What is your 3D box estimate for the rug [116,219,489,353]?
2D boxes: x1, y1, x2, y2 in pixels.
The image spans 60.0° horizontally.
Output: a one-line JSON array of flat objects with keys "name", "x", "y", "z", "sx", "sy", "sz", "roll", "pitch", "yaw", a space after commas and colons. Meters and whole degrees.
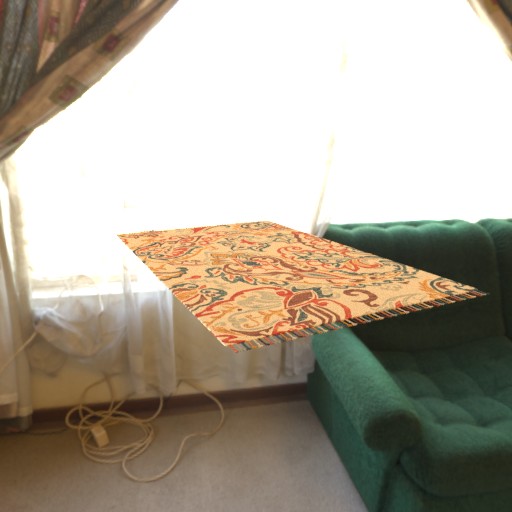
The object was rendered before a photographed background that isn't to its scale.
[{"name": "rug", "x": 0.000, "y": 0.000, "z": 3.169, "sx": 1.523, "sy": 0.010, "sz": 2.584, "roll": -7, "pitch": 16, "yaw": -26}]
